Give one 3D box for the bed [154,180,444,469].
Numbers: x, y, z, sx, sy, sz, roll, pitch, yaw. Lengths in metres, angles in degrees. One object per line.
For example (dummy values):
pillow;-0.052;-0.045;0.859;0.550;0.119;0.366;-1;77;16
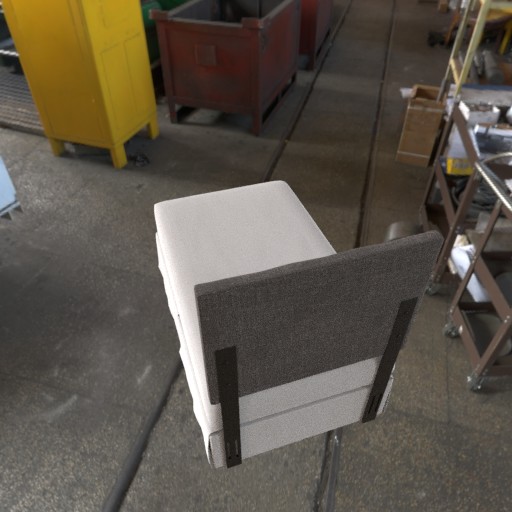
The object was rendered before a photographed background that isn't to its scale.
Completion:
bed;0.000;0.000;3.048;1.261;1.571;1.997;-12;43;-14
